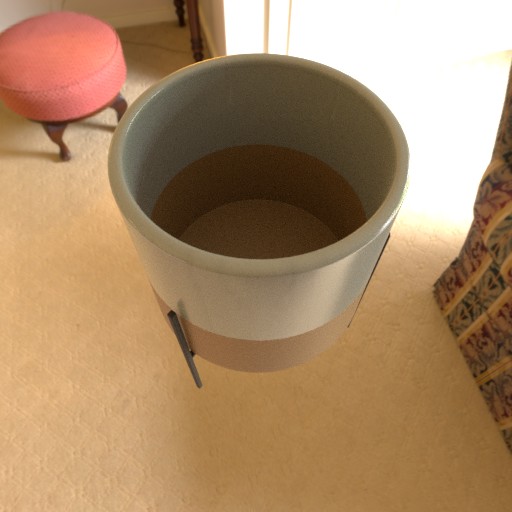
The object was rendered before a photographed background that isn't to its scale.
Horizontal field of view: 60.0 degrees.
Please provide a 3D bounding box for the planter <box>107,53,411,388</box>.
[{"bbox_3d":[0.000,0.000,0.706,0.348,0.480,0.360,33,64,18],"label":"planter"}]
